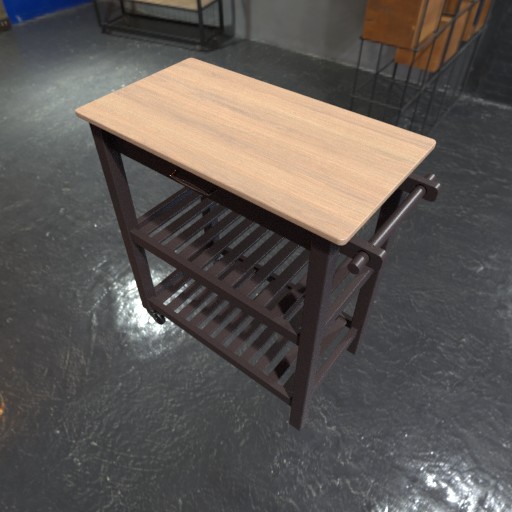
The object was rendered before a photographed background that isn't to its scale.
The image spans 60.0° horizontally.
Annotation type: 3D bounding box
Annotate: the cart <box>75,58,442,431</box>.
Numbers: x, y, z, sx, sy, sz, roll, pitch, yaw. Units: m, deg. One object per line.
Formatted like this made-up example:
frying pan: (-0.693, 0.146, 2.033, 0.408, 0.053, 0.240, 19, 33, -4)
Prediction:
cart: (0.000, 0.000, 1.460, 0.899, 0.927, 0.457, 29, 52, 26)
